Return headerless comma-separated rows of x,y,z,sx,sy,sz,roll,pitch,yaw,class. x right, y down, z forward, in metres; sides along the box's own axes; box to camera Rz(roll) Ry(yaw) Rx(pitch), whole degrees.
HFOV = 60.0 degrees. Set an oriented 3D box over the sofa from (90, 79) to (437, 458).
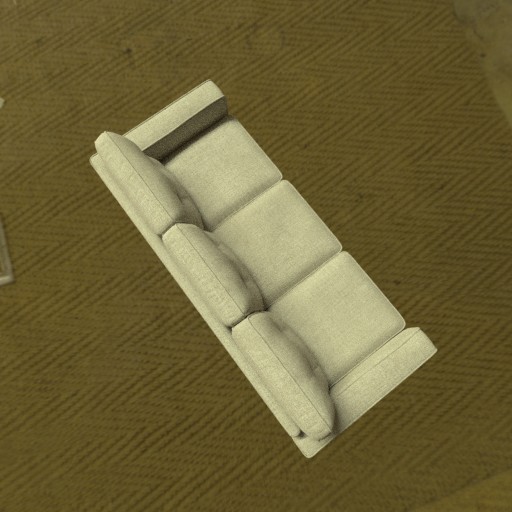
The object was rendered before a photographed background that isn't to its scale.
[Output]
0.000,0.000,2.700,0.939,0.965,2.133,-37,79,-8,sofa
